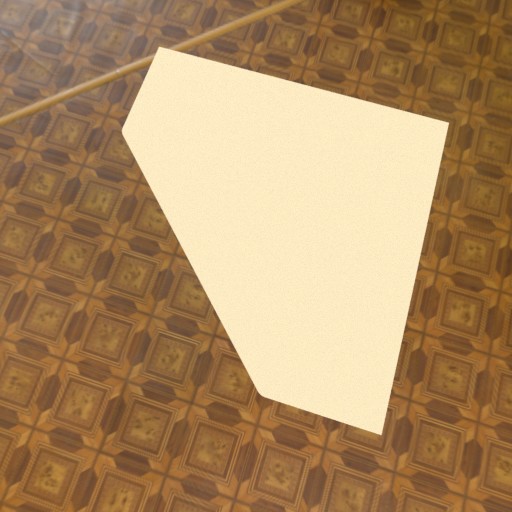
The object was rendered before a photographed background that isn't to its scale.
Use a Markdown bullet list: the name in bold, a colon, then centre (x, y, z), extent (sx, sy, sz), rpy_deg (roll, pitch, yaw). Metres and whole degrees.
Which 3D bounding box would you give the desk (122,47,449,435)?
- **desk**: centre (0.000, 0.000, 1.655), extent (0.940, 0.818, 0.926), rpy_deg (17, 74, 5)
